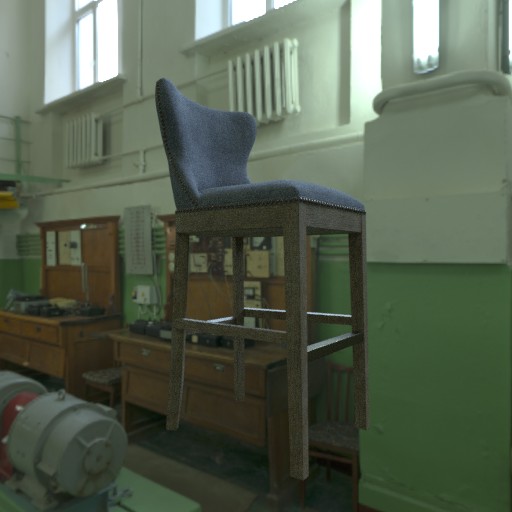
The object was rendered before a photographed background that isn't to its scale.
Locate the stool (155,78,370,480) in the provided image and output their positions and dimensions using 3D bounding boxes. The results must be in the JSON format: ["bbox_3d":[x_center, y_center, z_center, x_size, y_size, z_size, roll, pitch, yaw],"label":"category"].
[{"bbox_3d":[0.000,0.000,1.451,0.606,1.123,0.494,0,0,37],"label":"stool"}]
